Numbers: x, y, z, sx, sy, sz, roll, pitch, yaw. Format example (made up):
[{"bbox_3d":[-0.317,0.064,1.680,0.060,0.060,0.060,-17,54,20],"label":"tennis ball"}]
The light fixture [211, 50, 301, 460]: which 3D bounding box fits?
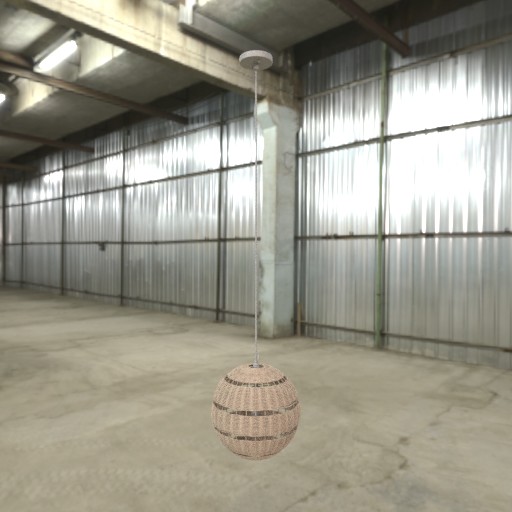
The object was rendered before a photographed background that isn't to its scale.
[{"bbox_3d":[0.000,0.000,2.259,0.457,2.019,0.457,0,0,-18],"label":"light fixture"}]
